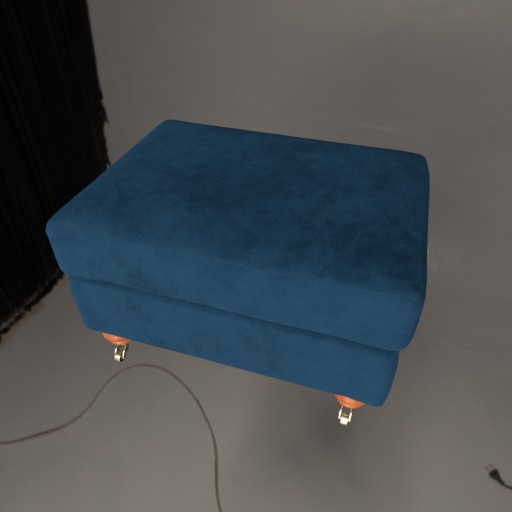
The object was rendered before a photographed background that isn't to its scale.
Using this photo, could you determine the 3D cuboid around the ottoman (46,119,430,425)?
[{"bbox_3d":[0.000,0.000,1.148,0.773,0.503,0.572,12,42,13],"label":"ottoman"}]
